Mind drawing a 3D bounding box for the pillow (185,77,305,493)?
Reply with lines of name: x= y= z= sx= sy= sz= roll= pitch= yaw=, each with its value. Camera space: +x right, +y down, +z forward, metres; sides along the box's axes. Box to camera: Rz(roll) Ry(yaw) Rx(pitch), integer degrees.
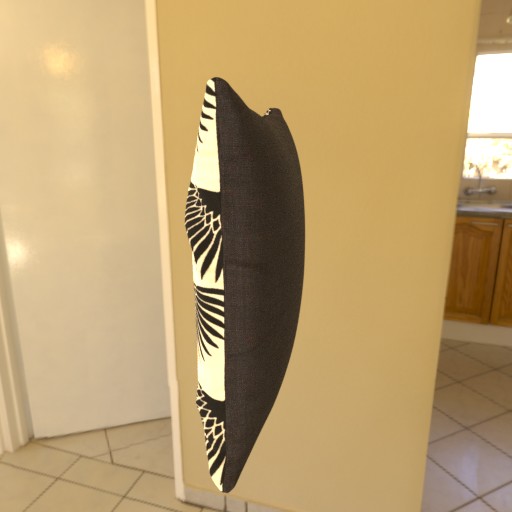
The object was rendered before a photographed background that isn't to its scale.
pillow: x=0.000 y=0.000 z=0.640 sx=0.139 sy=0.432 sz=0.432 roll=2 pitch=15 yaw=9
